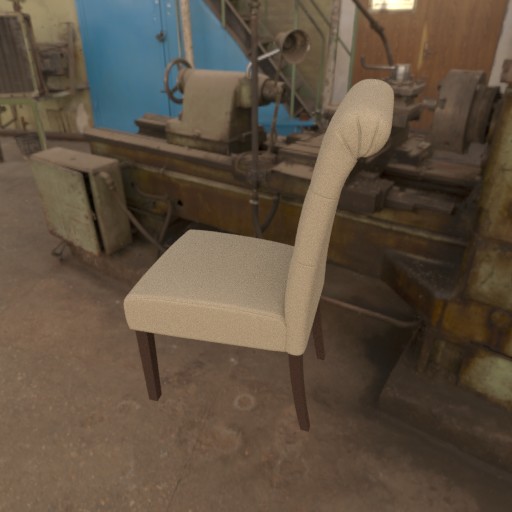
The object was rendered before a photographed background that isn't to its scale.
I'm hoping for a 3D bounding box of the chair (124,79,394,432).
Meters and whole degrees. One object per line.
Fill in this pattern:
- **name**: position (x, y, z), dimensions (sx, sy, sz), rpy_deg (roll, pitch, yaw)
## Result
- **chair**: position (0.000, 0.000, 1.348), dimensions (0.671, 1.006, 0.456), rpy_deg (8, 31, 14)
